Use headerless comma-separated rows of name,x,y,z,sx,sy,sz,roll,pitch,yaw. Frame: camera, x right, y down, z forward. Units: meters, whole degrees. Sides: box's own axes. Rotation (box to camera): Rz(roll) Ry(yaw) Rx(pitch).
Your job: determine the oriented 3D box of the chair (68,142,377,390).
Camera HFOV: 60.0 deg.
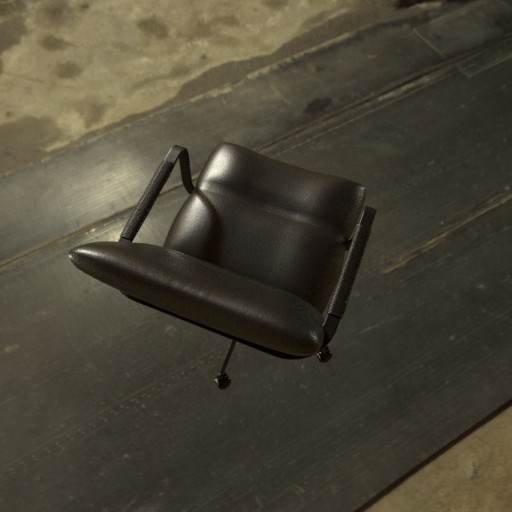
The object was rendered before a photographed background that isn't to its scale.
chair,0.000,0.000,1.445,0.719,0.922,0.748,20,65,10
